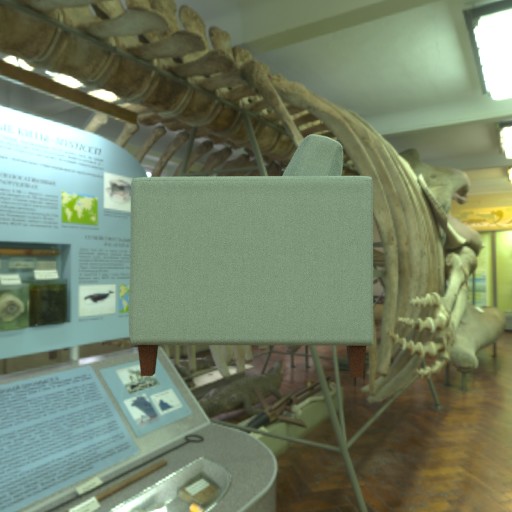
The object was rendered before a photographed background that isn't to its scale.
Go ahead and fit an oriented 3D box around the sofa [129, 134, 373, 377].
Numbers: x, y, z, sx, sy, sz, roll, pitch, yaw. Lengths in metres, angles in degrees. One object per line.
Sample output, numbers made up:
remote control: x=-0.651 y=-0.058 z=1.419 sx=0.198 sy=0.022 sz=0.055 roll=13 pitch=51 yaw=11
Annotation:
sofa: x=0.000 y=0.000 z=2.745 sx=0.951 sy=0.965 sz=2.208 roll=0 pitch=-1 yaw=1
